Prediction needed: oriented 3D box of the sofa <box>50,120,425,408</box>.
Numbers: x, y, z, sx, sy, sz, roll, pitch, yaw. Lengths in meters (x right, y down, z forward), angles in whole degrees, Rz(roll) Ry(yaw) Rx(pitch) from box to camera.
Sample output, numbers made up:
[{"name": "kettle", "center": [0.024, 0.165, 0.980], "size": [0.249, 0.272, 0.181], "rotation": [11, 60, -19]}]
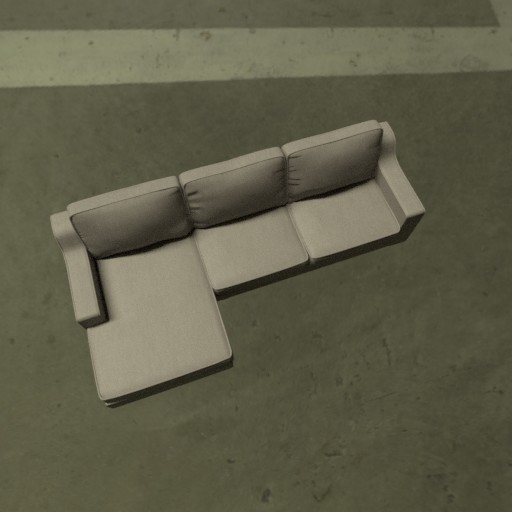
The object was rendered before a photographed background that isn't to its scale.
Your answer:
[{"name": "sofa", "center": [0.000, 0.000, 3.214], "size": [2.561, 0.928, 1.294], "rotation": [-17, 66, -8]}]
